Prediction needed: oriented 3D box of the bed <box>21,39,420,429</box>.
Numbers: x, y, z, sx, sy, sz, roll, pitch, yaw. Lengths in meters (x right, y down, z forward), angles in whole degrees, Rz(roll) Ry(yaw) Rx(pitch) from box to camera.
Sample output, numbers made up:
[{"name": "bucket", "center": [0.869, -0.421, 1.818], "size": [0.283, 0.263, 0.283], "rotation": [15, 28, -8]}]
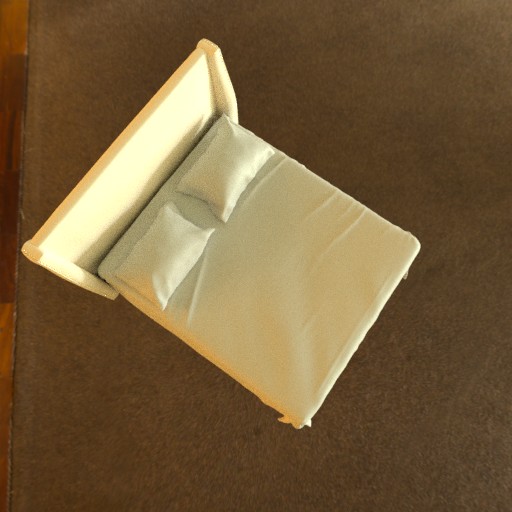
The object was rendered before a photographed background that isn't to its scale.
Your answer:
[{"name": "bed", "center": [0.000, 0.000, 3.403], "size": [2.276, 1.332, 1.925], "rotation": [35, 79, 8]}]
